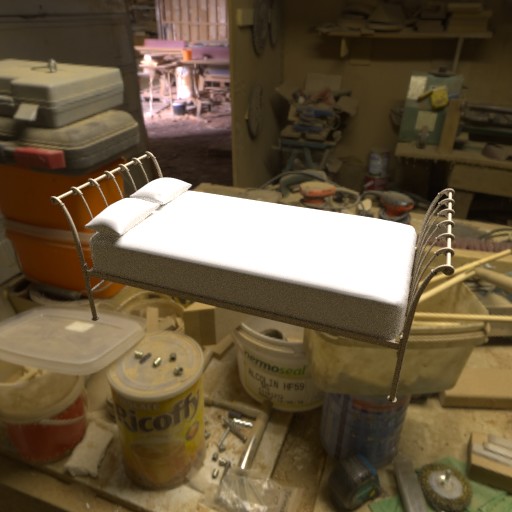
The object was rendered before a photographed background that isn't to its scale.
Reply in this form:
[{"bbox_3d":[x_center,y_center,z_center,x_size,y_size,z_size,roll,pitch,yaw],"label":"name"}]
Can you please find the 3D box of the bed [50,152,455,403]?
[{"bbox_3d":[0.000,0.000,2.870,2.228,0.873,1.032,11,31,18],"label":"bed"}]
